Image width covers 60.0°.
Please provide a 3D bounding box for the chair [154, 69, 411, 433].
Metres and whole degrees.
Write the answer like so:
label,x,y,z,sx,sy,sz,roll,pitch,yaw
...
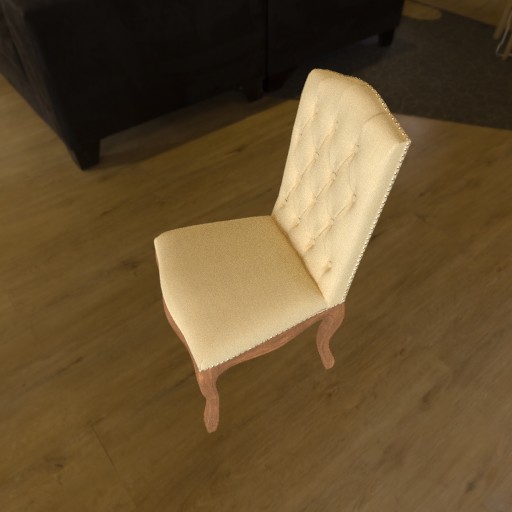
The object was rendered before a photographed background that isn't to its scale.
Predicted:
label,x,y,z,sx,sy,sz,roll,pitch,yaw
chair,0.000,0.000,1.597,0.715,1.165,0.623,-17,49,-15
